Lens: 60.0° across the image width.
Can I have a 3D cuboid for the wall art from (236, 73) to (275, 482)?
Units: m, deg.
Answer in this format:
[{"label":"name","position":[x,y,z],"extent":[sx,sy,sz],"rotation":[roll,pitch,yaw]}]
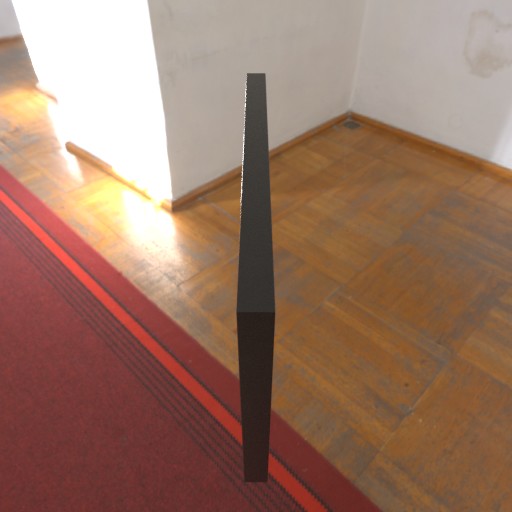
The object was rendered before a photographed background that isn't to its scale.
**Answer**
[{"label":"wall art","position":[0.000,0.000,1.212],"extent":[0.058,0.640,0.939],"rotation":[0,43,0]}]
